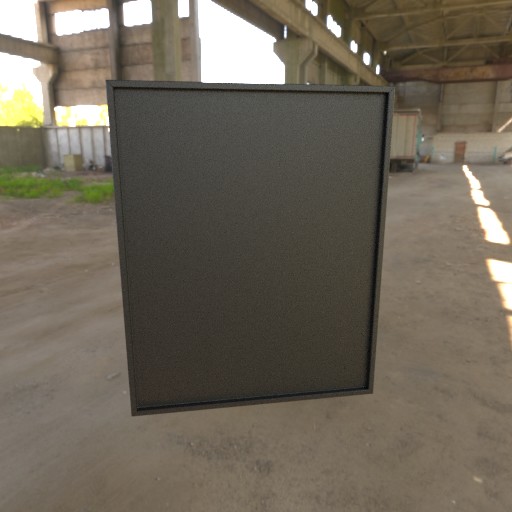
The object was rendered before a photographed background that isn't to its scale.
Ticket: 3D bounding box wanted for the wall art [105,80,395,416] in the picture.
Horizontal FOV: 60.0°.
[{"bbox_3d":[0.000,0.000,0.764,0.449,0.555,0.039,-2,14,-9],"label":"wall art"}]
